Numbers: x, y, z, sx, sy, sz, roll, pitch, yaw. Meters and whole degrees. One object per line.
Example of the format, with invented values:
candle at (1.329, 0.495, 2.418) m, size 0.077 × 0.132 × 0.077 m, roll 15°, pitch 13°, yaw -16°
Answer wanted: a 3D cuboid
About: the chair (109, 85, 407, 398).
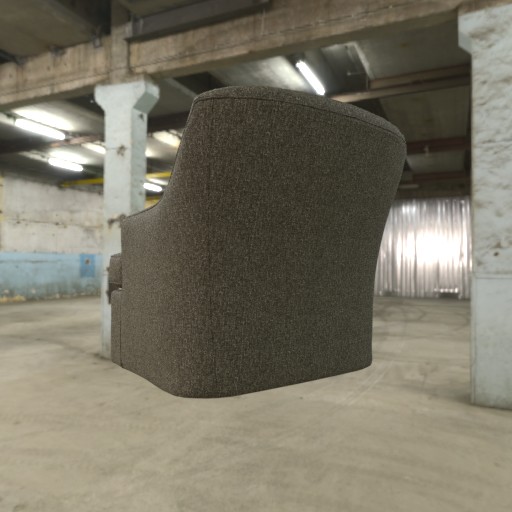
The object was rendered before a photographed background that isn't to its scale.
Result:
chair at (0.000, 0.000, 1.590) m, size 0.864 × 0.856 × 0.923 m, roll 1°, pitch -2°, yaw -37°
